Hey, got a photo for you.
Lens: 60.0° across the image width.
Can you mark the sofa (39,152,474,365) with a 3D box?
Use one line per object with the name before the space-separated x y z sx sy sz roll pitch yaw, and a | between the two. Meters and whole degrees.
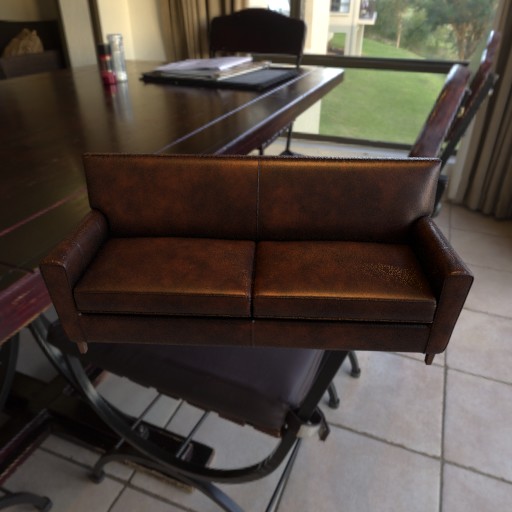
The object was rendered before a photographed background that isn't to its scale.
sofa | 0.000 0.000 2.385 1.995 0.871 0.786 1 31 2
